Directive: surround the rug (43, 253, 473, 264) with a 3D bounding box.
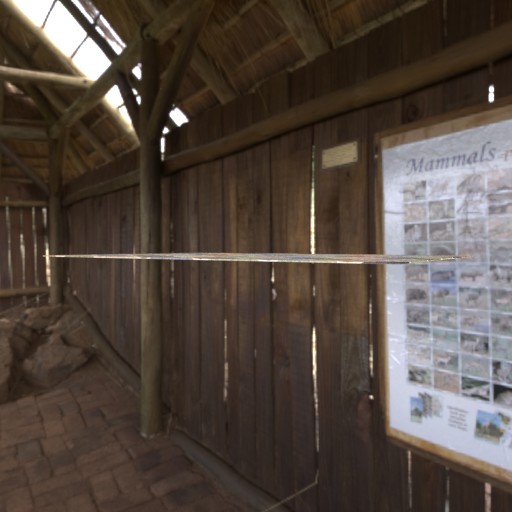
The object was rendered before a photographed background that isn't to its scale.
[{"bbox_3d":[0.000,0.000,2.824,2.284,0.006,1.521,1,1,35],"label":"rug"}]
